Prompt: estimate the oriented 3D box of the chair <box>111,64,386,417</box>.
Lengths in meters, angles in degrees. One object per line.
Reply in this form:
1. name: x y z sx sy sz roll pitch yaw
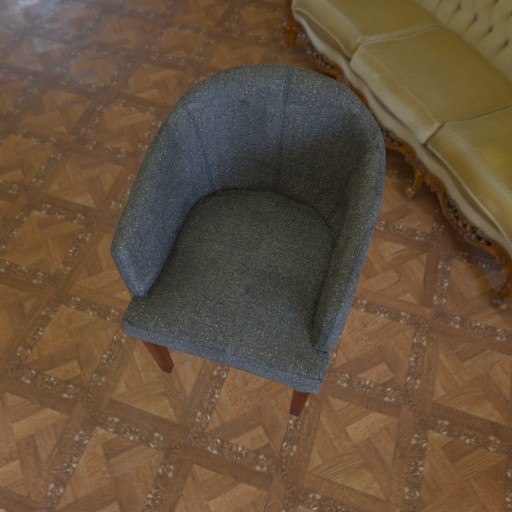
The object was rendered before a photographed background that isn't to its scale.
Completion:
1. chair: 0.000 0.000 1.272 0.583 0.811 0.655 15 59 9
